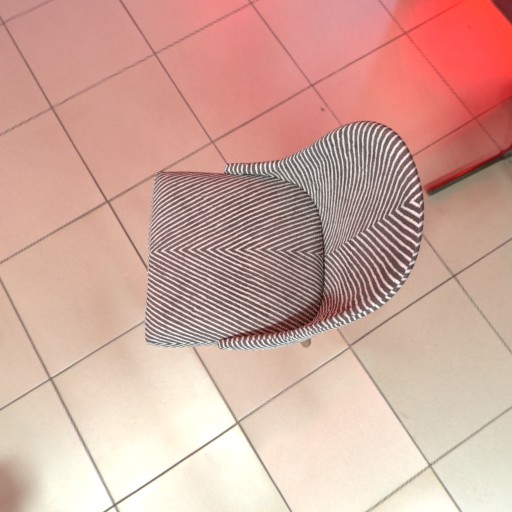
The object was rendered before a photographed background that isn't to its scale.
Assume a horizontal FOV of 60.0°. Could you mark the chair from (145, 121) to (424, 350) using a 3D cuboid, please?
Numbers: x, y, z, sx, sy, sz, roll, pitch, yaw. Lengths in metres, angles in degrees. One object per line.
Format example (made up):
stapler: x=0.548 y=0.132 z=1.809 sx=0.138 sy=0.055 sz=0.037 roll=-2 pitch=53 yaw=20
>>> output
chair: x=0.000 y=0.000 z=1.207 sx=0.591 sy=0.883 sz=0.504 roll=0 pitch=77 yaw=0
